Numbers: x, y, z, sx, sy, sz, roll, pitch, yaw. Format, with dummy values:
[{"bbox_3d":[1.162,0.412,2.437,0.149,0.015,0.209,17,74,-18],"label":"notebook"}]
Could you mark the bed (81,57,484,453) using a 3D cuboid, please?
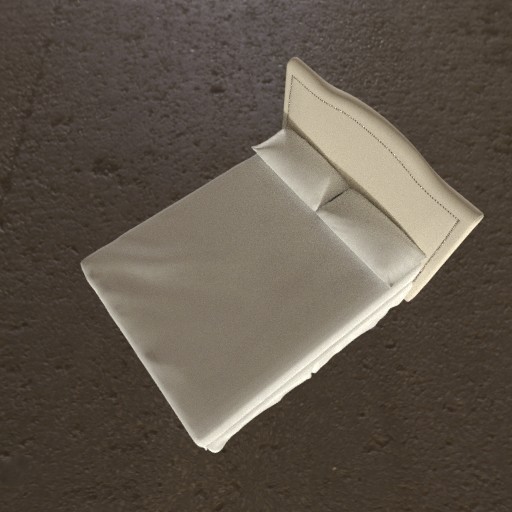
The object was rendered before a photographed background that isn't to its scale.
[{"bbox_3d":[0.000,0.000,3.218,2.143,1.460,1.753,-35,68,-16],"label":"bed"}]
